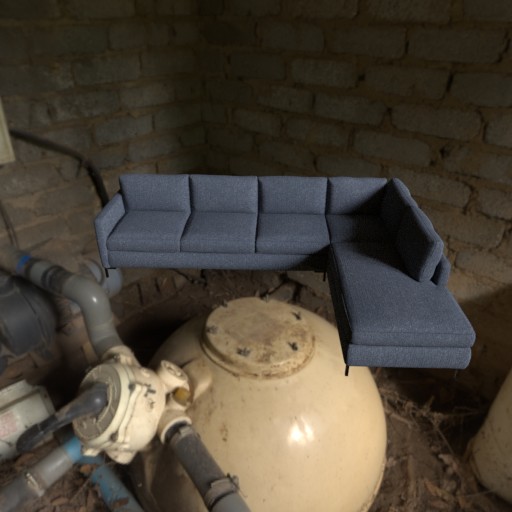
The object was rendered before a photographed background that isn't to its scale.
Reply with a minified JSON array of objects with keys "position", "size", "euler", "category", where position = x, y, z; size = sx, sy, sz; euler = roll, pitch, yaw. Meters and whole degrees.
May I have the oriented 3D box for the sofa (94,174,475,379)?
[{"position":[0.000,0.000,3.752],"size":[2.949,0.815,2.007],"euler":[1,30,2],"category":"sofa"}]
